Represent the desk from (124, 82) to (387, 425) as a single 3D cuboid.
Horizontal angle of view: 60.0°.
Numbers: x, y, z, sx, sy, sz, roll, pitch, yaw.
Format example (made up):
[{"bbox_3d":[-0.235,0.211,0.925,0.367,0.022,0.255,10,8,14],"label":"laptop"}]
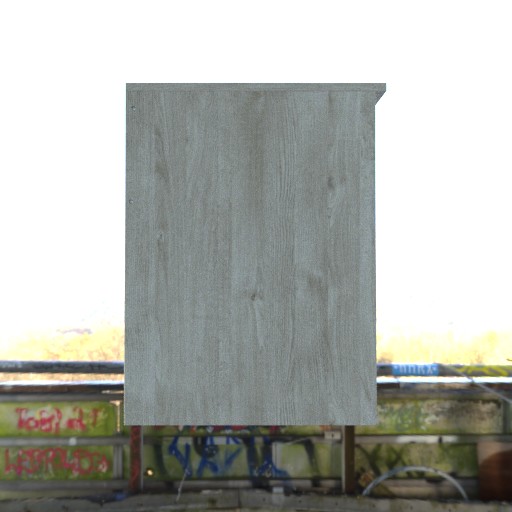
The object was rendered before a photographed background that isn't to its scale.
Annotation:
[{"bbox_3d":[0.000,0.000,1.492,0.560,0.730,1.100,0,-1,0],"label":"desk"}]
